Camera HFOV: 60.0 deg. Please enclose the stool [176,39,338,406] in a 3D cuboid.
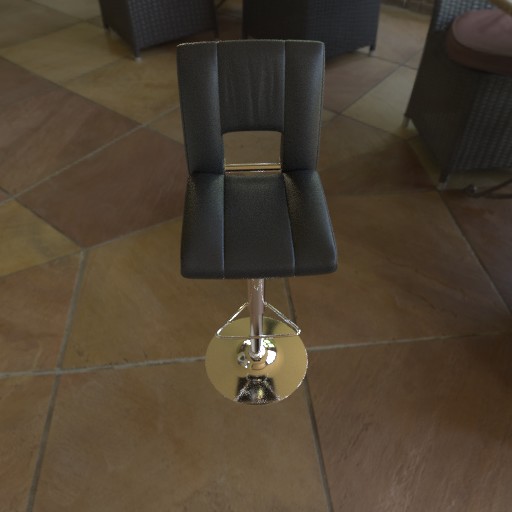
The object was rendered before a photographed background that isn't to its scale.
[{"bbox_3d":[0.000,0.000,1.412,0.415,1.151,0.520,-2,47,-2],"label":"stool"}]
